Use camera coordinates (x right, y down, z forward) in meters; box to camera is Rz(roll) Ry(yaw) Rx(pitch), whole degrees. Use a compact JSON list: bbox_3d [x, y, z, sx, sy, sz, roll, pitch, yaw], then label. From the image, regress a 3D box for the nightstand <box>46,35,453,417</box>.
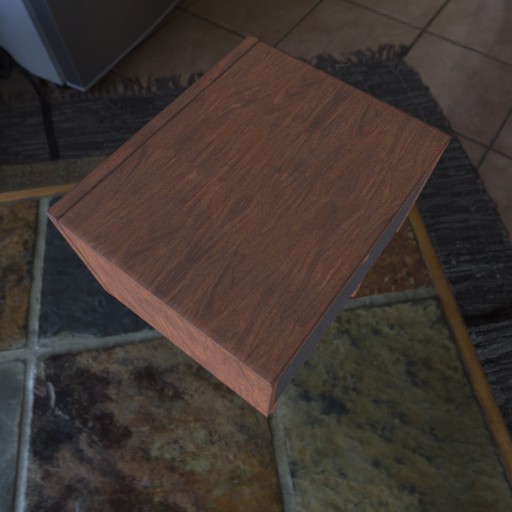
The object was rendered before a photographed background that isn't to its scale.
[{"bbox_3d":[0.000,0.000,0.988,0.445,0.607,0.521,34,68,16],"label":"nightstand"}]
